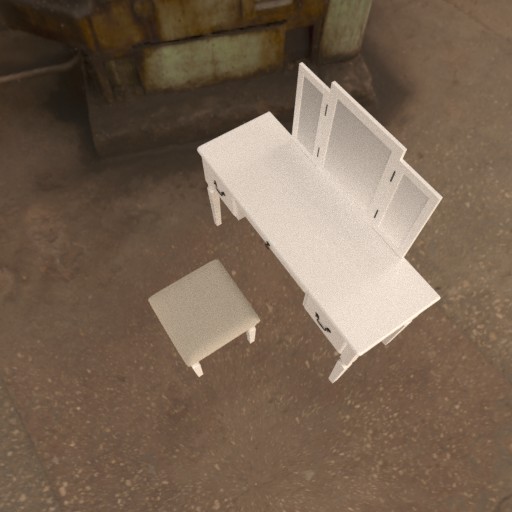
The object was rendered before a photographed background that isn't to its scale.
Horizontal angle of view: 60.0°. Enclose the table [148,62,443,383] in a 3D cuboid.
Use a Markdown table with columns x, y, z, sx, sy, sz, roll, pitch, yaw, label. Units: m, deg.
| x | y | z | sx | sy | sz | roll | pitch | yaw | label |
| --- | --- | --- | --- | --- | --- | --- | --- | --- | --- |
| 0.000 | 0.000 | 2.209 | 1.115 | 1.310 | 1.369 | -31 | 67 | -15 | table |
